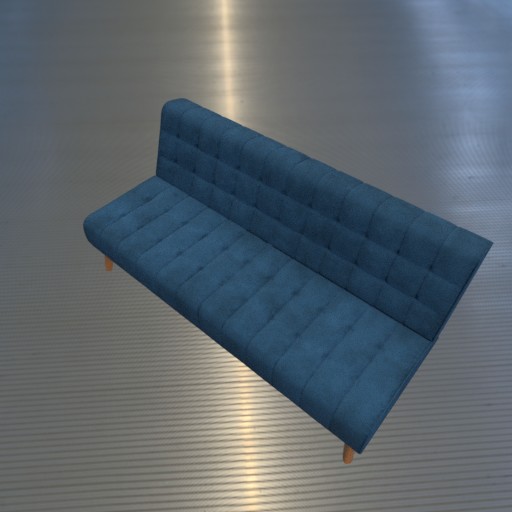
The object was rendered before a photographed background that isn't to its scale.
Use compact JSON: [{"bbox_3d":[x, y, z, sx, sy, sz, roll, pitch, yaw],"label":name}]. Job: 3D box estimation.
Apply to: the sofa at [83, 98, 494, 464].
[{"bbox_3d":[0.000,0.000,2.235,1.804,0.813,0.855,32,55,26],"label":"sofa"}]
